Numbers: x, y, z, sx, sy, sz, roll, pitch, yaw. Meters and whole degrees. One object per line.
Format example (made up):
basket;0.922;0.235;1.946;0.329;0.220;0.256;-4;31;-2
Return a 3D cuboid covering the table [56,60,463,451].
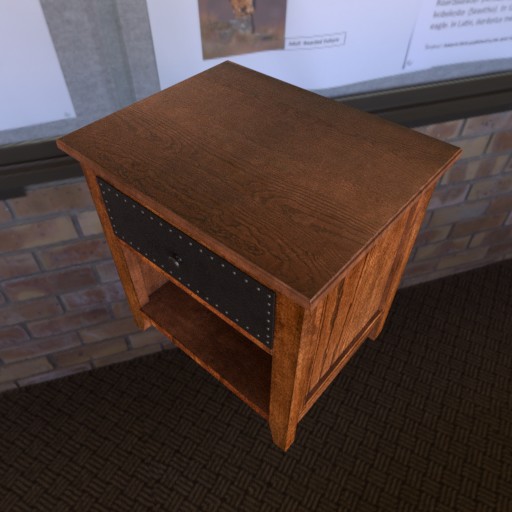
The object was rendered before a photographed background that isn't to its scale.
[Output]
table;0.000;0.000;1.022;0.586;0.597;0.461;32;54;27
